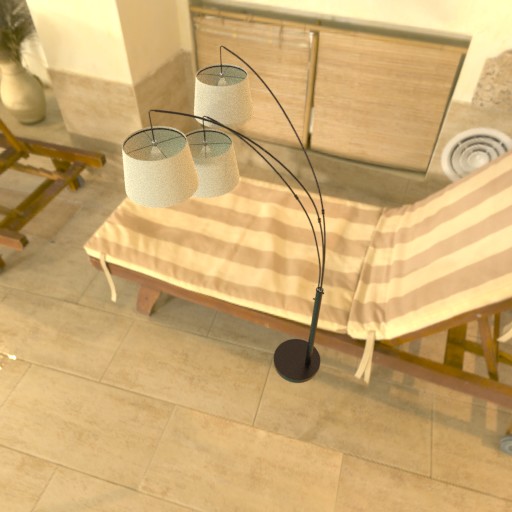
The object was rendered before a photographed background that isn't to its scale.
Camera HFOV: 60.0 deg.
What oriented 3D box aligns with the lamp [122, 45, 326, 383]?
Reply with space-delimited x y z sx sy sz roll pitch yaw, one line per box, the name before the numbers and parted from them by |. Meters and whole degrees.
lamp | 0.000 0.000 2.464 0.924 1.950 0.951 16 49 15
